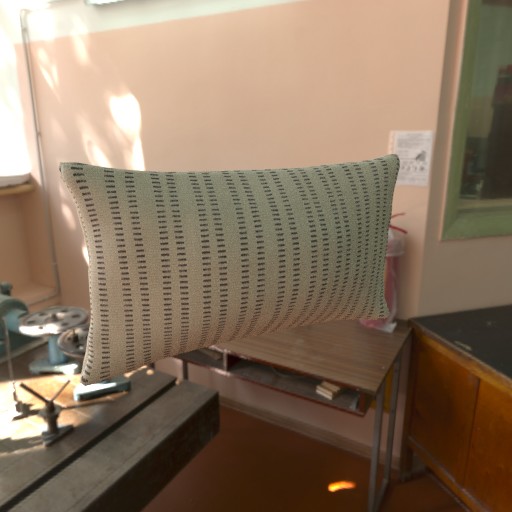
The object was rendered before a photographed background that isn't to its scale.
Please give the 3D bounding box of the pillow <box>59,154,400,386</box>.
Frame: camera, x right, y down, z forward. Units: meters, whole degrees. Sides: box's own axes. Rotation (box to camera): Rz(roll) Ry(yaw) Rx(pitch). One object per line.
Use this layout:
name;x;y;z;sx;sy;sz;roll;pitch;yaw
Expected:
pillow;0.000;0.000;0.809;0.640;0.353;0.210;-8;17;-25
